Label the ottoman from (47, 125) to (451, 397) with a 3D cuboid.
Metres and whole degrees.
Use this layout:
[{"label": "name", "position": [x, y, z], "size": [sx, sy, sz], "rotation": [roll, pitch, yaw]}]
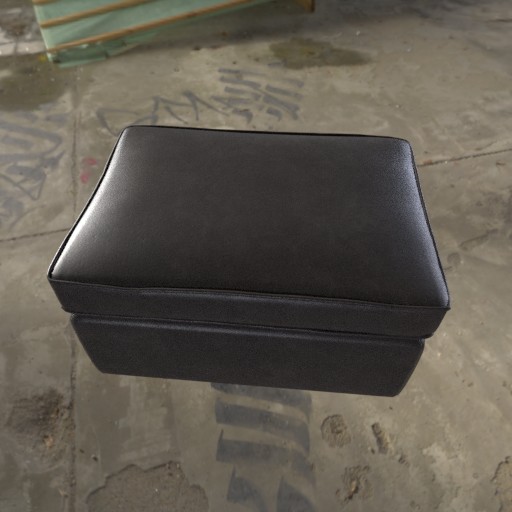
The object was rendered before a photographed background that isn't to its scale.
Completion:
[{"label": "ottoman", "position": [0.000, 0.000, 1.113], "size": [0.756, 0.445, 0.554], "rotation": [4, 48, 3]}]
